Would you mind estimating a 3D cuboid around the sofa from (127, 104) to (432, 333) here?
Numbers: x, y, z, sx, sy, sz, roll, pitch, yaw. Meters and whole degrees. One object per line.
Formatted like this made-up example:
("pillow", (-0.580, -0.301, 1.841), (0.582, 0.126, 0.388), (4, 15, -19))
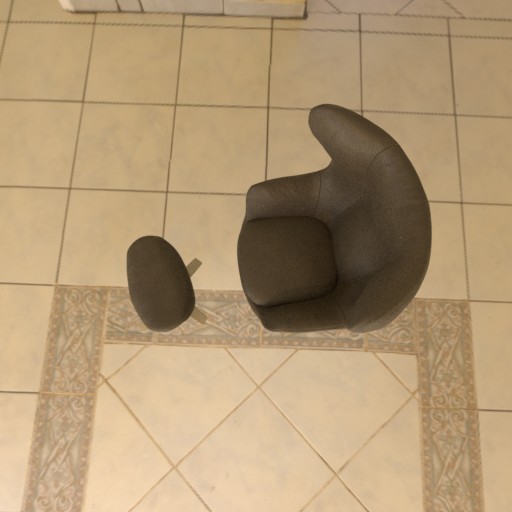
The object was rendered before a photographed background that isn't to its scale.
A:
("sofa", (0.000, 0.000, 2.127), (1.444, 1.135, 0.894), (-7, 76, -2))
